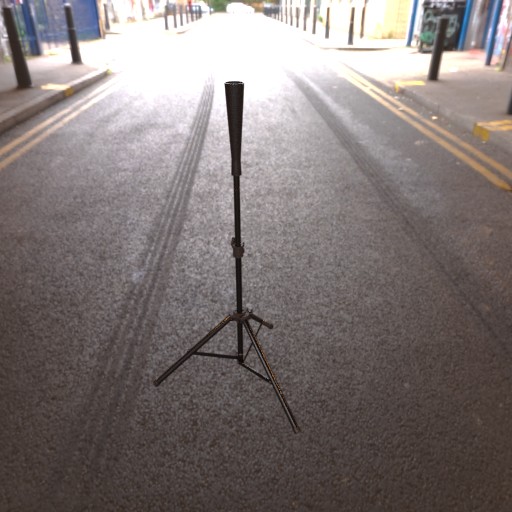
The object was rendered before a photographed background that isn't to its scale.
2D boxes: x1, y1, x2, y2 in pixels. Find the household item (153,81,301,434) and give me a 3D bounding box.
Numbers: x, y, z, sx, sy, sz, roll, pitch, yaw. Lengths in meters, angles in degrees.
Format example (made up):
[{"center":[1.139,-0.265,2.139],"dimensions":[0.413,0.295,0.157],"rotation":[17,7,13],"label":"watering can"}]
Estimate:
[{"center":[0.000,0.000,1.444],"dimensions":[0.559,1.067,0.559],"rotation":[21,36,32],"label":"household item"}]
